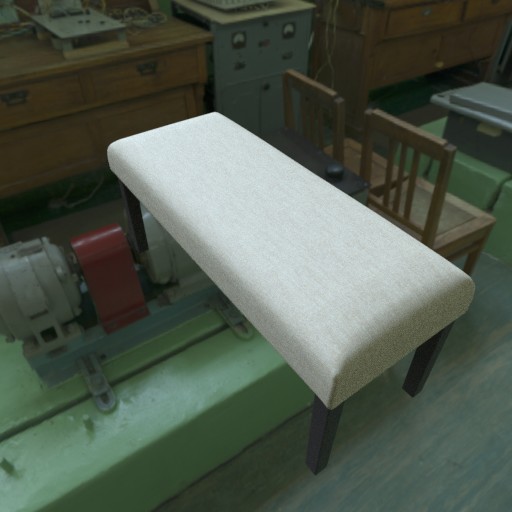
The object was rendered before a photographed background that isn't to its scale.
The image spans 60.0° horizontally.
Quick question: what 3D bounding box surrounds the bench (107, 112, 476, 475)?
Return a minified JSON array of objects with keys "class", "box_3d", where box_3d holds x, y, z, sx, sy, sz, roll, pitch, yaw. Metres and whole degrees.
[{"class":"bench","box_3d":[0.000,0.000,1.246,0.407,0.456,1.013,-26,48,-26]}]
